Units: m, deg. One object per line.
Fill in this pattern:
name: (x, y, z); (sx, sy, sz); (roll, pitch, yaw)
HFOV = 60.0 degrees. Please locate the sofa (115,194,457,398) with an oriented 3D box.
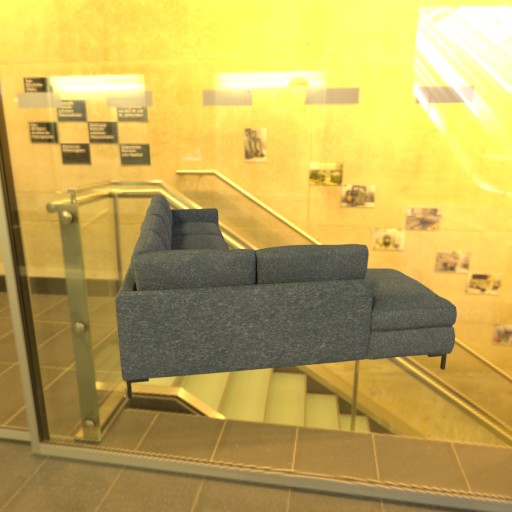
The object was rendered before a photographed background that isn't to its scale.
sofa: (0.000, 0.000, 3.901); (2.007, 0.815, 2.949); (-3, 15, -10)
